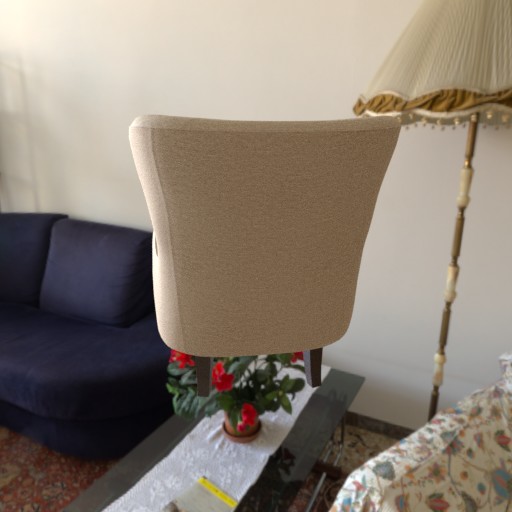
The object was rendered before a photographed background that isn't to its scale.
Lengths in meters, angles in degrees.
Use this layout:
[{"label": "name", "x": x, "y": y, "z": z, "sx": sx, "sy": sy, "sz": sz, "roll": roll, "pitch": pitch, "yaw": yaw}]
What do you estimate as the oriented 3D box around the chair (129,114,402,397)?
[{"label": "chair", "x": 0.000, "y": 0.000, "z": 1.777, "sx": 0.861, "sy": 1.064, "sz": 0.984, "roll": -2, "pitch": 17, "yaw": -8}]
